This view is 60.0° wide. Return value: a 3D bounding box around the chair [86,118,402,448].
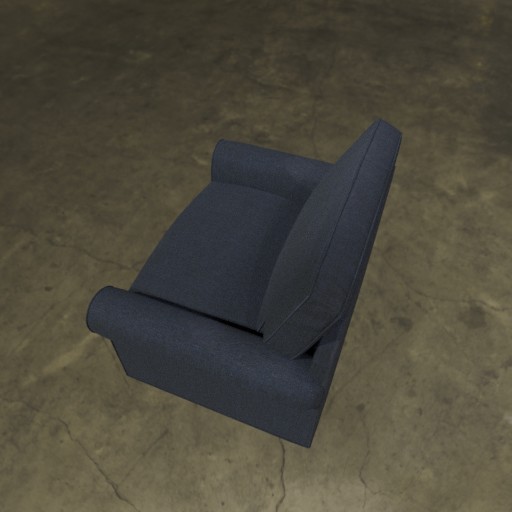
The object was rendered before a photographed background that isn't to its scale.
[{"bbox_3d":[0.000,0.000,2.026,0.963,1.044,1.285,17,50,14],"label":"chair"}]
